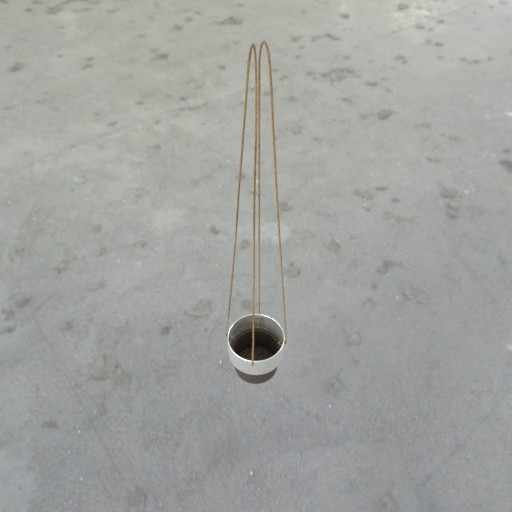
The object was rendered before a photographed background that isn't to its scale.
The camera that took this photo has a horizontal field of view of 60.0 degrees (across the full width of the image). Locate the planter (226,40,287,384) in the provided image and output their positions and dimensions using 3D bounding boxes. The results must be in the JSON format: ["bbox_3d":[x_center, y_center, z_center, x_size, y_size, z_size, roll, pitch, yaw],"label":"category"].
[{"bbox_3d":[0.000,0.000,1.166,0.187,1.073,0.187,-29,52,-26],"label":"planter"}]
